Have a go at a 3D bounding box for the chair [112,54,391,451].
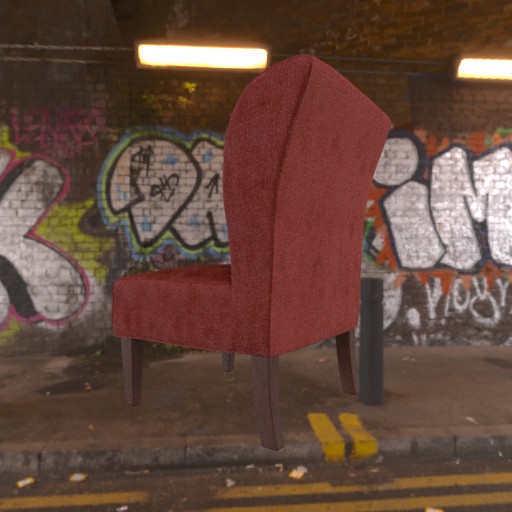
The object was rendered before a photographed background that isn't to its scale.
[{"bbox_3d":[0.000,0.000,1.281,0.640,0.846,0.538,0,1,35],"label":"chair"}]
